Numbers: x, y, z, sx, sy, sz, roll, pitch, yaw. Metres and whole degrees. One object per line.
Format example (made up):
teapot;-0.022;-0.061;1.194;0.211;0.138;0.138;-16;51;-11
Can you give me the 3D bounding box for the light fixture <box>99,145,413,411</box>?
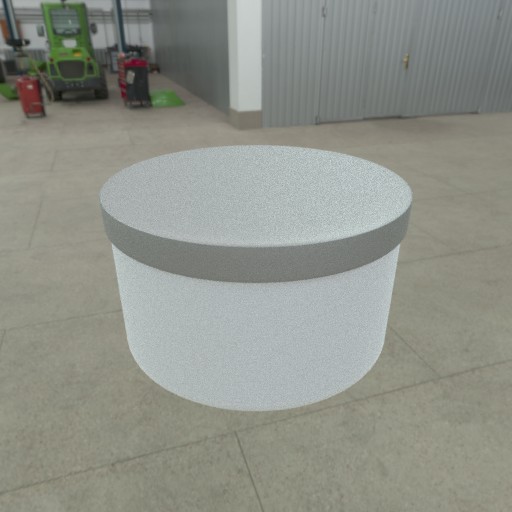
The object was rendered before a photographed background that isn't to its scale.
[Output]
light fixture;0.000;0.000;0.633;0.393;0.229;0.393;0;27;0
